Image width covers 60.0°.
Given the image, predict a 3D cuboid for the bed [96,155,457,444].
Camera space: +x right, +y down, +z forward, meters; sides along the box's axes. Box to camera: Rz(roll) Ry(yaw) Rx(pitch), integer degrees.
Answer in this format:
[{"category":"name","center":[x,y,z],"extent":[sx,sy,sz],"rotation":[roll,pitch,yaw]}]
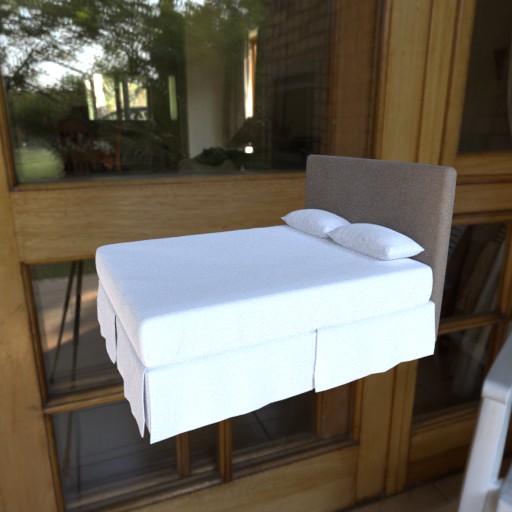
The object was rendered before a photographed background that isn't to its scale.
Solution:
[{"category":"bed","center":[0.000,0.000,3.240],"extent":[2.142,1.330,1.723],"rotation":[-8,18,-26]}]
